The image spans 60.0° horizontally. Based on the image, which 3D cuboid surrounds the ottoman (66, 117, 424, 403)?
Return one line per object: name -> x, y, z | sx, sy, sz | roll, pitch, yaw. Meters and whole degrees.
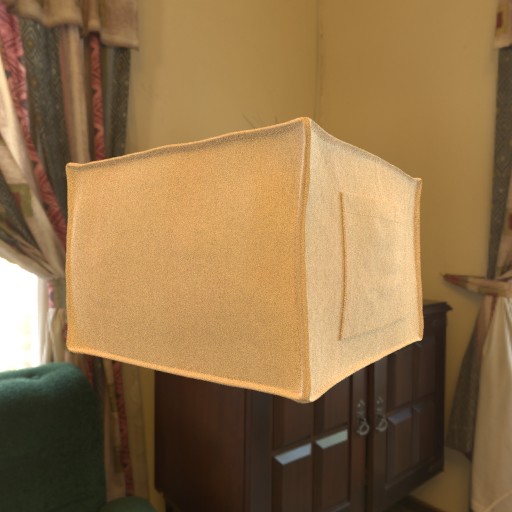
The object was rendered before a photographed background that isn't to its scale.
ottoman -> 0.000, 0.000, 1.151 | 0.696, 0.470, 0.707 | 0, 1, 35
